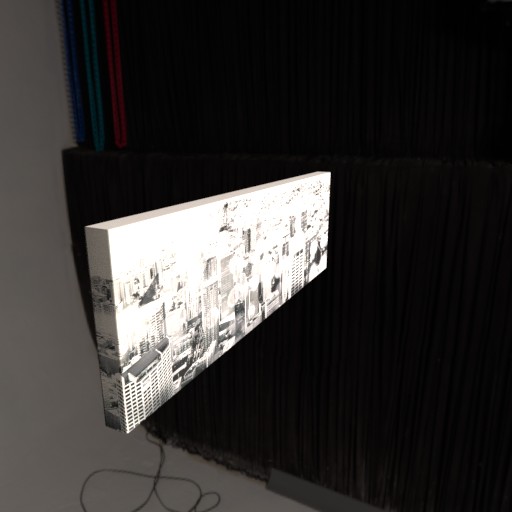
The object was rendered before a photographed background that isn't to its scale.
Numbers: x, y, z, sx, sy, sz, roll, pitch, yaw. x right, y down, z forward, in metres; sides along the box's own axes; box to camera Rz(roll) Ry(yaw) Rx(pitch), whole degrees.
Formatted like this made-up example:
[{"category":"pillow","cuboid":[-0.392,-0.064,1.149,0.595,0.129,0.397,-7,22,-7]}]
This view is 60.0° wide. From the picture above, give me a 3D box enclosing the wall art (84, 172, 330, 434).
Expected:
[{"category":"wall art","cuboid":[0.000,0.000,0.840,0.038,0.255,0.763,8,18,26]}]
